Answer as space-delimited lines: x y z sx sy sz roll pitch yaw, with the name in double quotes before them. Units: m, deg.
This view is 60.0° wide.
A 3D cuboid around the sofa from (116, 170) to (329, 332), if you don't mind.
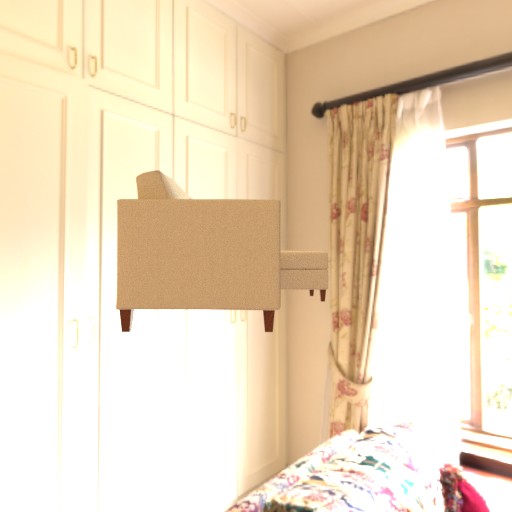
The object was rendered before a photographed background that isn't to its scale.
"sofa" 0.000 0.000 4.186 1.599 0.954 3.471 0 -2 0
